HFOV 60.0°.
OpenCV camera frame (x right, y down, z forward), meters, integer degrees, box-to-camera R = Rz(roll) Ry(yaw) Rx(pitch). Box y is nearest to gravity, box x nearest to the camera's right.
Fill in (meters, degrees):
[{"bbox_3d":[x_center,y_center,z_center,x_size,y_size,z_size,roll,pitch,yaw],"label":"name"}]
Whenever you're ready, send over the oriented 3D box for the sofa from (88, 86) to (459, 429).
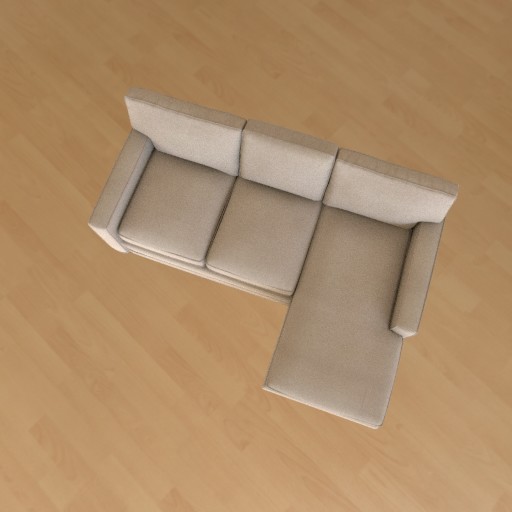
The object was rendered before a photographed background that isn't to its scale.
[{"bbox_3d":[0.000,0.000,2.792,2.087,0.861,1.496,18,75,5],"label":"sofa"}]
